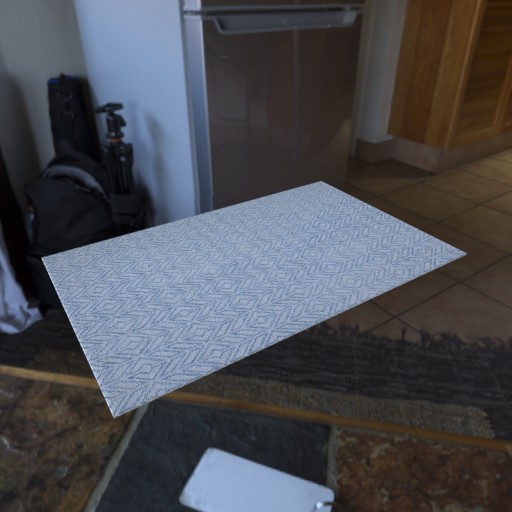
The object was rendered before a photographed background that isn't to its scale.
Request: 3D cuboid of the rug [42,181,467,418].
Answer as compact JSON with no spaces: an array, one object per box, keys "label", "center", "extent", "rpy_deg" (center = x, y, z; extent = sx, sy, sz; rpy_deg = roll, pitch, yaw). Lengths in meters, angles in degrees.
[{"label":"rug","center":[0.000,0.000,3.000],"extent":[2.441,0.008,1.526],"rpy_deg":[-19,37,-28]}]
